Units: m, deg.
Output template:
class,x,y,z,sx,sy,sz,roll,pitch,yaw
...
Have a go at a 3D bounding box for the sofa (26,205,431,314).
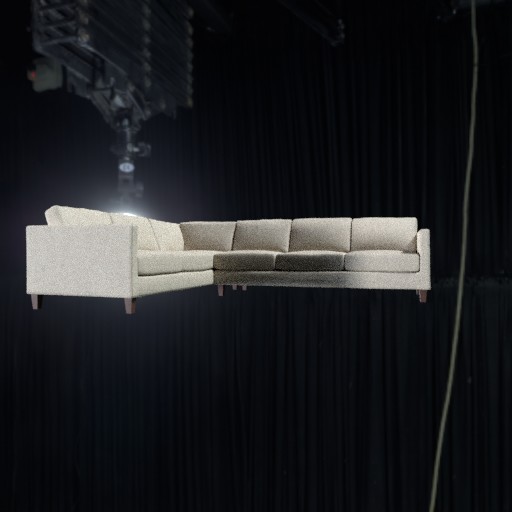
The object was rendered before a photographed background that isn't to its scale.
class,x,y,z,sx,sy,sz,roll,pitch,yaw
sofa,0.000,0.000,4.278,3.182,0.863,2.432,0,0,18
